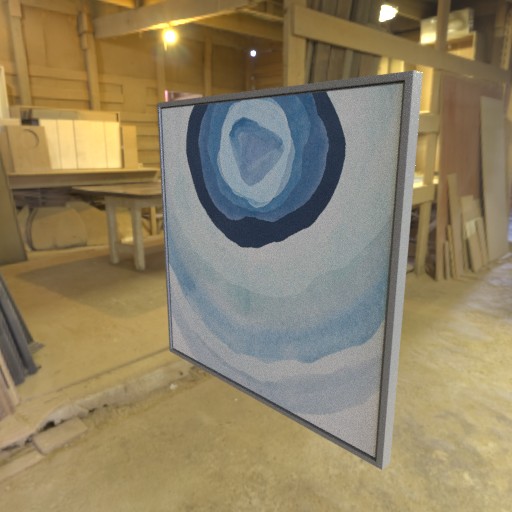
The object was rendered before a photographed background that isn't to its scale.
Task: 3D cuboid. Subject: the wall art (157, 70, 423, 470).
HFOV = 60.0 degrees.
[{"bbox_3d":[0.000,0.000,1.153,0.038,0.807,0.809,-13,19,-43],"label":"wall art"}]
